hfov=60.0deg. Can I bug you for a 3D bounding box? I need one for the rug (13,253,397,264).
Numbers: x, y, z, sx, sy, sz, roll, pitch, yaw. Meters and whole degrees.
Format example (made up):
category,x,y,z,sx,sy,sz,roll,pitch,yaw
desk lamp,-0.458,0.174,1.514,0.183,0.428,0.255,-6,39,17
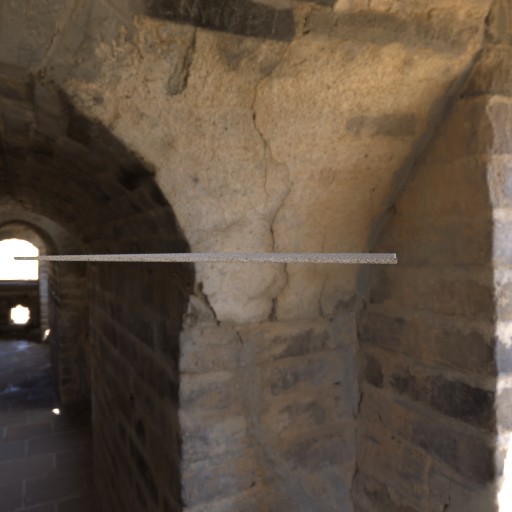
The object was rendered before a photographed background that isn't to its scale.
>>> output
category,x,y,z,sx,sy,sz,roll,pitch,yaw
rug,0.000,0.000,3.981,2.400,0.026,3.000,0,1,17
